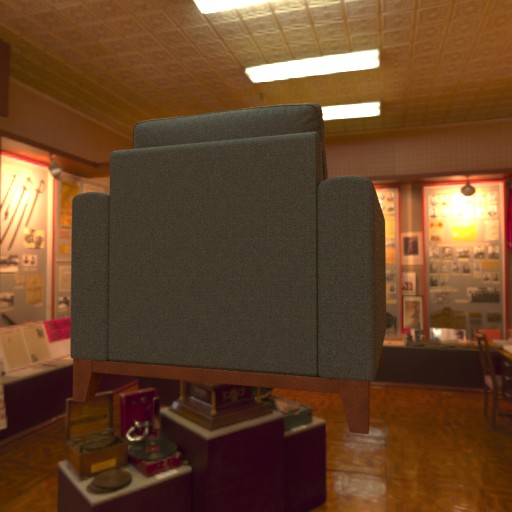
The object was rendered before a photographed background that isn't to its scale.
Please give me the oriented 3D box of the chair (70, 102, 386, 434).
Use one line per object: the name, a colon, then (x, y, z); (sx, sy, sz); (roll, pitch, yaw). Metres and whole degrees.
chair: (0.000, 0.000, 1.867); (1.024, 1.010, 1.038); (0, -2, 18)
